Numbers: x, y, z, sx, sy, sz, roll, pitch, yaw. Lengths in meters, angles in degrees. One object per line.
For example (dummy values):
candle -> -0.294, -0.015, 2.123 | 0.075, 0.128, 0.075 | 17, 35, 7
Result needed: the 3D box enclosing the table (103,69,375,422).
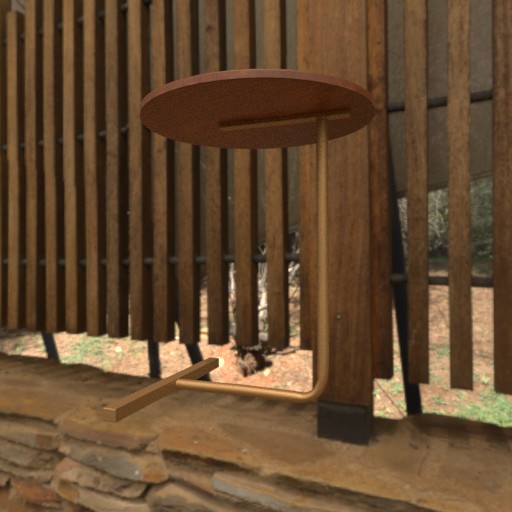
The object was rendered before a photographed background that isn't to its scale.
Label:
table -> 0.000, 0.000, 1.106 | 0.577, 0.706, 0.530 | 0, -1, 20
